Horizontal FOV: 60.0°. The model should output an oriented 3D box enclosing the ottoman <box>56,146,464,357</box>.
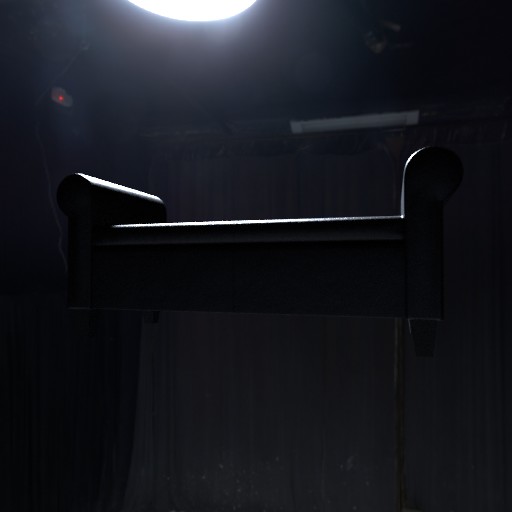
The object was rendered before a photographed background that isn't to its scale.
[{"bbox_3d":[0.000,0.000,1.539,1.256,0.547,0.521,-1,-2,17],"label":"ottoman"}]
